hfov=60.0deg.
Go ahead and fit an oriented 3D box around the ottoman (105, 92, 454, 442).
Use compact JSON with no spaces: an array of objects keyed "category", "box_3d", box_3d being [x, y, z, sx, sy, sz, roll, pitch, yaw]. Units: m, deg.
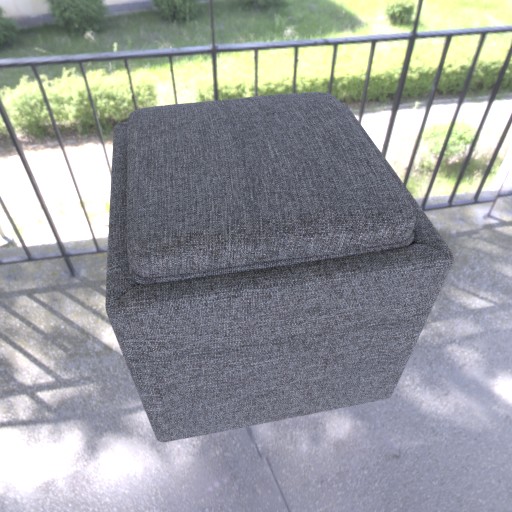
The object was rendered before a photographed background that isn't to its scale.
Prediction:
[{"category":"ottoman","box_3d":[0.000,0.000,0.816,0.450,0.460,0.450,-8,46,-8]}]
